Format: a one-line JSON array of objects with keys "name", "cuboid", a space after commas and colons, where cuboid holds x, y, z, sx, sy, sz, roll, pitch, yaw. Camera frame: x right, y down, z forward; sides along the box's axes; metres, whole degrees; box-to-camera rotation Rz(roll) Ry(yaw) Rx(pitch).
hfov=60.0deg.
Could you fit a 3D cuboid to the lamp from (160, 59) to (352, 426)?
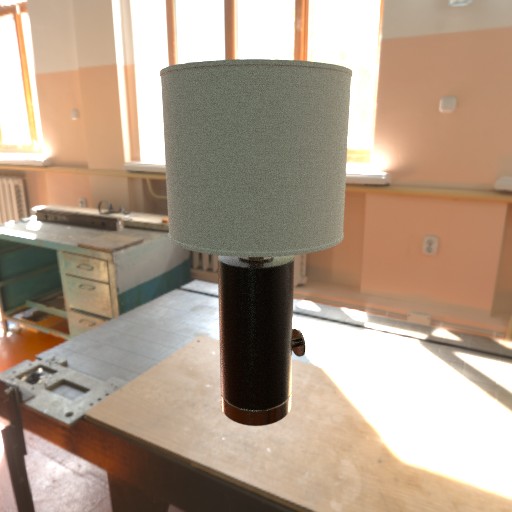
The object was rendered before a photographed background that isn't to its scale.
[{"name": "lamp", "cuboid": [0.000, 0.000, 0.630, 0.240, 0.482, 0.241, -7, 17, -25]}]
